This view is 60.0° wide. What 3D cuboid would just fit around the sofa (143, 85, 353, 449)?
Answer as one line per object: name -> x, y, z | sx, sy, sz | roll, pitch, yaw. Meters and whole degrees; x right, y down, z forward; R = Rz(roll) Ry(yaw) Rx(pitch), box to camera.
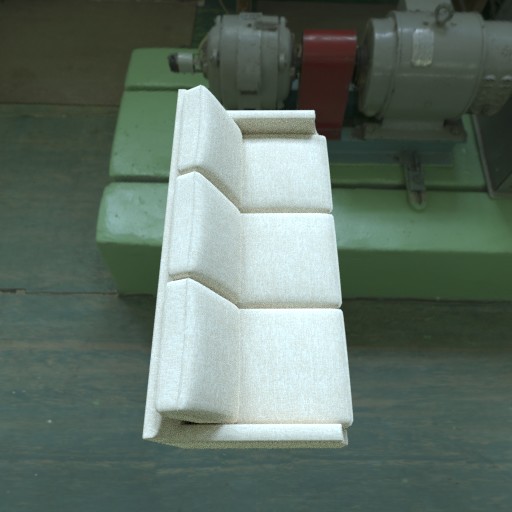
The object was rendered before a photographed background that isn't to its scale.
sofa -> 0.000, 0.000, 2.812 | 1.041, 0.940, 2.210 | 0, 63, 0
